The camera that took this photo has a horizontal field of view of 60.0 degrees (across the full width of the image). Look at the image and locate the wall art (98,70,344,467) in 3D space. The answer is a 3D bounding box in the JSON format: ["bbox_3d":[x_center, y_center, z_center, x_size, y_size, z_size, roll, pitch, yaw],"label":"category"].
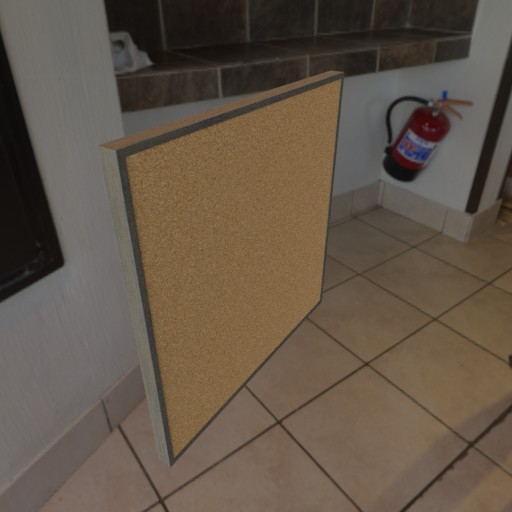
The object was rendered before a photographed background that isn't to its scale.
[{"bbox_3d":[0.000,0.000,1.104,0.039,0.758,0.758,20,37,29],"label":"wall art"}]
